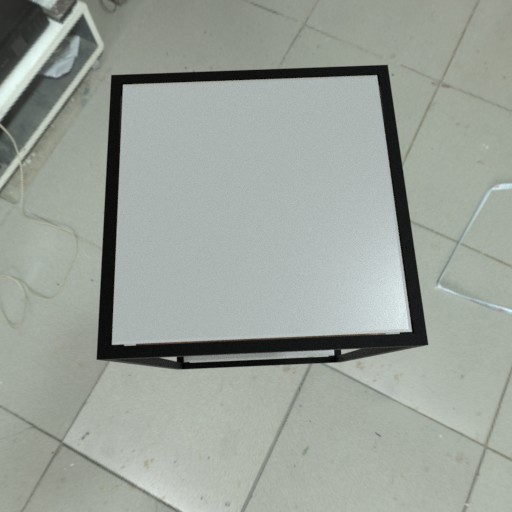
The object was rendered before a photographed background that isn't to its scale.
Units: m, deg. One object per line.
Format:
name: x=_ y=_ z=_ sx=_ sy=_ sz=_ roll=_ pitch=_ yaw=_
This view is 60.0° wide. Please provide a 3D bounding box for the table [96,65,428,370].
table: x=0.000 y=0.000 z=0.814 sx=0.378 sy=0.540 sz=0.378 roll=-2 pitch=74 yaw=-1
